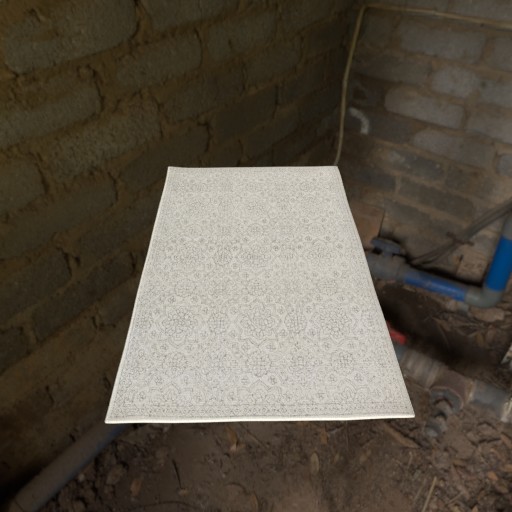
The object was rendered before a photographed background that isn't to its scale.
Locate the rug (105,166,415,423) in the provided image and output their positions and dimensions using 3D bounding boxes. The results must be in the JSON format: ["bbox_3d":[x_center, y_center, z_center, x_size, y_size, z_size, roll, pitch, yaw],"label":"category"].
[{"bbox_3d":[0.000,0.000,2.455,1.214,0.023,1.947,-1,41,-1],"label":"rug"}]
